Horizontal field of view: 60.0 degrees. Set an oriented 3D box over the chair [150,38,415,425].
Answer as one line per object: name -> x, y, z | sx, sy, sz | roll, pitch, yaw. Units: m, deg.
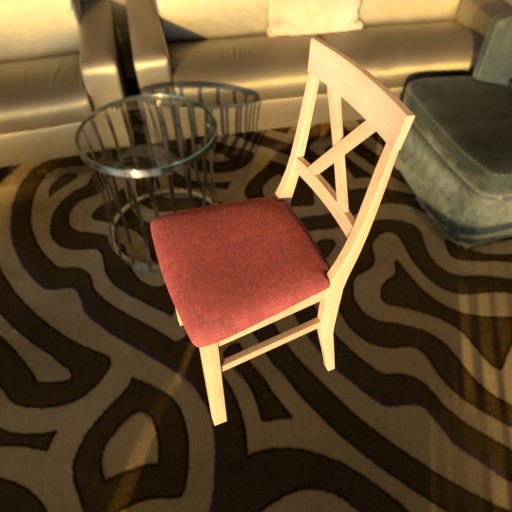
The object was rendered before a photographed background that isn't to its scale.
chair -> 0.000, 0.000, 1.171 | 0.492, 0.912, 0.439 | -17, 50, -15
